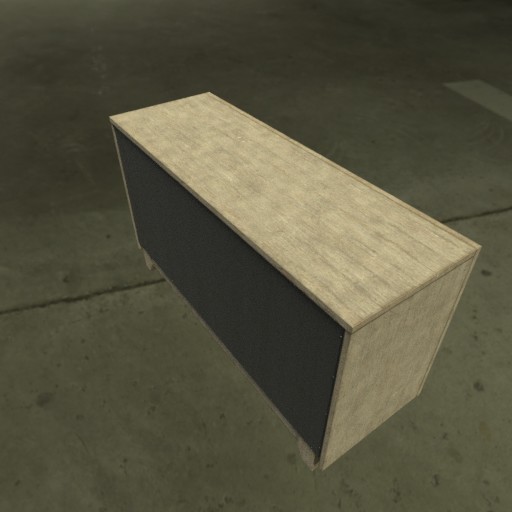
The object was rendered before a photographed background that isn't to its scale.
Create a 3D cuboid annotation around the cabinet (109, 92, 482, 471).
[{"bbox_3d":[0.000,0.000,1.838,0.511,0.825,1.460,-25,46,-27],"label":"cabinet"}]
